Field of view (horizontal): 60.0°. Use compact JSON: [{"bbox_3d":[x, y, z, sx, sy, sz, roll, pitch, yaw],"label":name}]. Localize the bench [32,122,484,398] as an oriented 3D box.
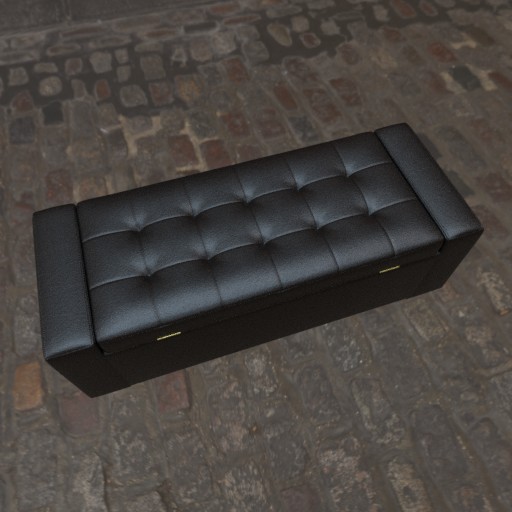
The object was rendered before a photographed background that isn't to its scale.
[{"bbox_3d":[0.000,0.000,1.518,1.296,0.445,0.508,-16,59,-10],"label":"bench"}]
